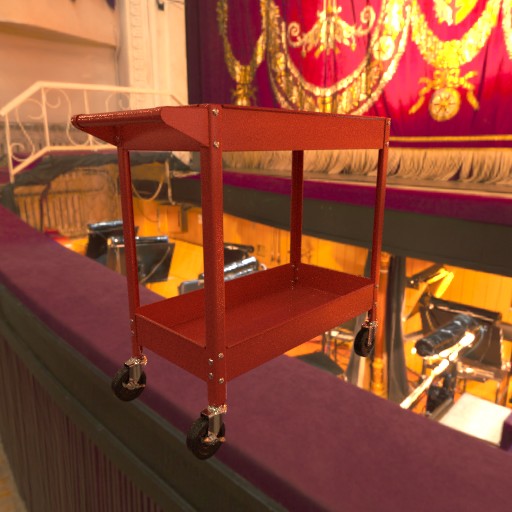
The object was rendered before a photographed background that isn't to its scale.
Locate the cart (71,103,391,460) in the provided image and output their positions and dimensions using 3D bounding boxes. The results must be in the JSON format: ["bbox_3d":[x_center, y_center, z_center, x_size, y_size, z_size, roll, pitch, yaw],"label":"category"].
[{"bbox_3d":[0.000,0.000,1.180,0.366,0.719,0.779,13,19,42],"label":"cart"}]
